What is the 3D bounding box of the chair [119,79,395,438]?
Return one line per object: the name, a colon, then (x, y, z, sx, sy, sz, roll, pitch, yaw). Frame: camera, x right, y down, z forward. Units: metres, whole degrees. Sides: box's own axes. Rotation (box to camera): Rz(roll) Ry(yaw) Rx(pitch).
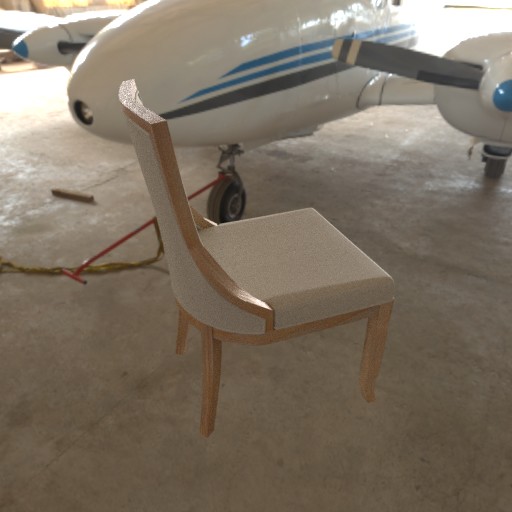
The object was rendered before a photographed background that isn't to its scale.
chair: (0.000, 0.000, 1.312, 0.641, 0.947, 0.524, -11, 33, -17)
